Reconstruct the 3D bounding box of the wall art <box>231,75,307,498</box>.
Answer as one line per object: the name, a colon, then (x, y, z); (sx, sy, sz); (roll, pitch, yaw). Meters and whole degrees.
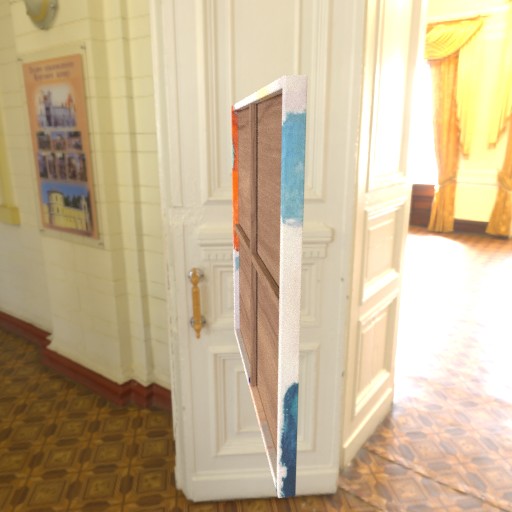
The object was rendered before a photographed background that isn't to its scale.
wall art: (0.000, 0.000, 1.195); (0.037, 0.814, 0.814); (-2, 16, -9)
